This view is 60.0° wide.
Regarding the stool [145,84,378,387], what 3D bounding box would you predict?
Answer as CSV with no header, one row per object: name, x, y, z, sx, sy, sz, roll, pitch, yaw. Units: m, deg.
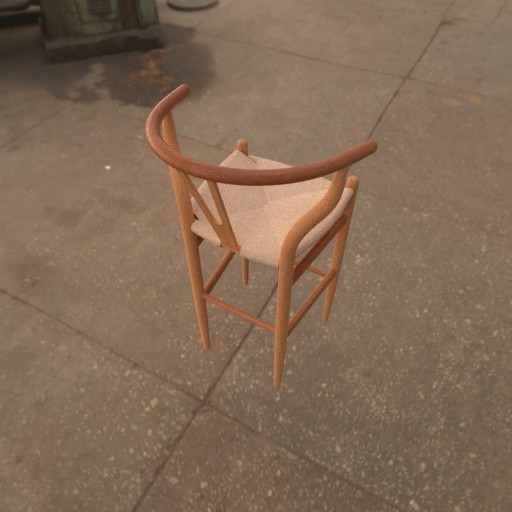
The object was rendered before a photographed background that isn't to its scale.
stool,0.000,0.000,1.436,0.574,1.068,0.561,23,52,20
